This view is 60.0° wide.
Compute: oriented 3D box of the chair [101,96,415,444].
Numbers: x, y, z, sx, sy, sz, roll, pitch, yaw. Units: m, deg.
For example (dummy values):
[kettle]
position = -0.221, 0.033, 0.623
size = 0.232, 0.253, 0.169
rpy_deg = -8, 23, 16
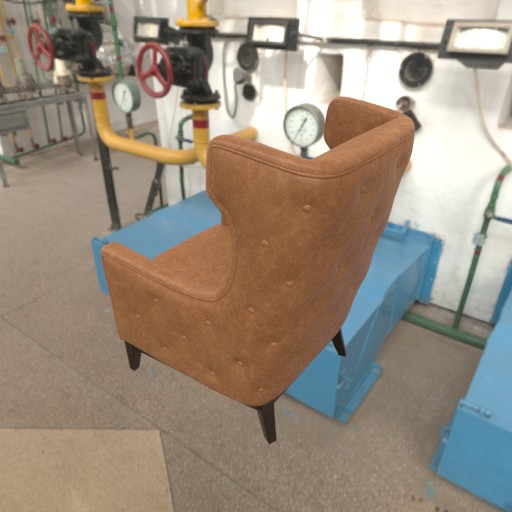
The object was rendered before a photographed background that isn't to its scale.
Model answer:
[chair]
position = 0.000, 0.000, 1.657
size = 0.899, 1.079, 0.766
rpy_deg = 21, 36, 31
